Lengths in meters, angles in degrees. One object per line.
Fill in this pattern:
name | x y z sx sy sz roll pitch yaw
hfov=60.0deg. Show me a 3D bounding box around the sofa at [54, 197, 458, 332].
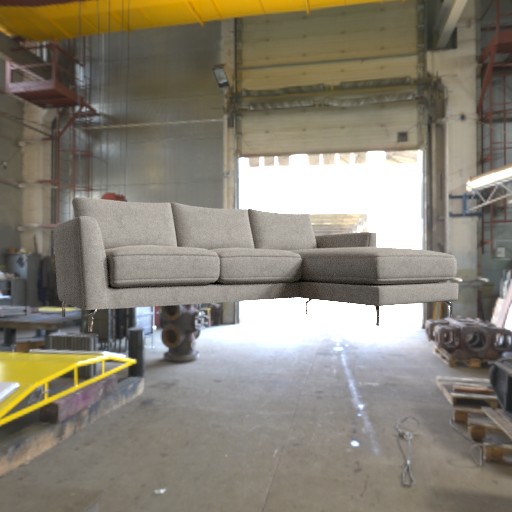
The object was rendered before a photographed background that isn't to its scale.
sofa | 0.000 0.000 3.140 2.438 0.864 1.626 0 -1 -34
